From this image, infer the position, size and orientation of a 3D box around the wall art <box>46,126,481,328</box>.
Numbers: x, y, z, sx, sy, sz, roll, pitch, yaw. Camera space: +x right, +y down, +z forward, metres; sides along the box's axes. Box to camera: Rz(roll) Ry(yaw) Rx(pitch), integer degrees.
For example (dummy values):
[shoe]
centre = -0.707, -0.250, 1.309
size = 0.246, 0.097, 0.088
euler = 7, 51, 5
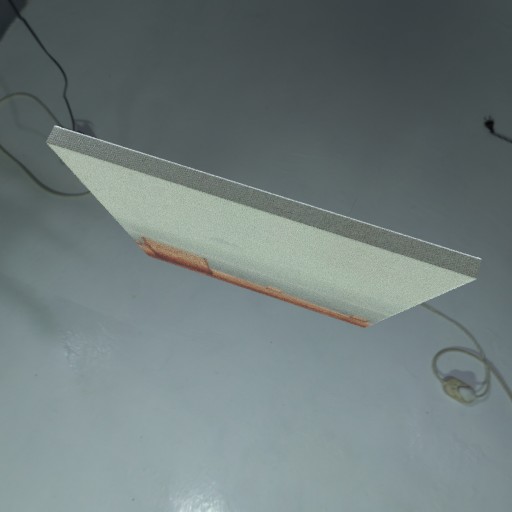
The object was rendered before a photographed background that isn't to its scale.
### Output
[wall art]
centre = 0.000, 0.000, 1.112
size = 0.760, 0.760, 0.042
euler = 18, 76, 5
